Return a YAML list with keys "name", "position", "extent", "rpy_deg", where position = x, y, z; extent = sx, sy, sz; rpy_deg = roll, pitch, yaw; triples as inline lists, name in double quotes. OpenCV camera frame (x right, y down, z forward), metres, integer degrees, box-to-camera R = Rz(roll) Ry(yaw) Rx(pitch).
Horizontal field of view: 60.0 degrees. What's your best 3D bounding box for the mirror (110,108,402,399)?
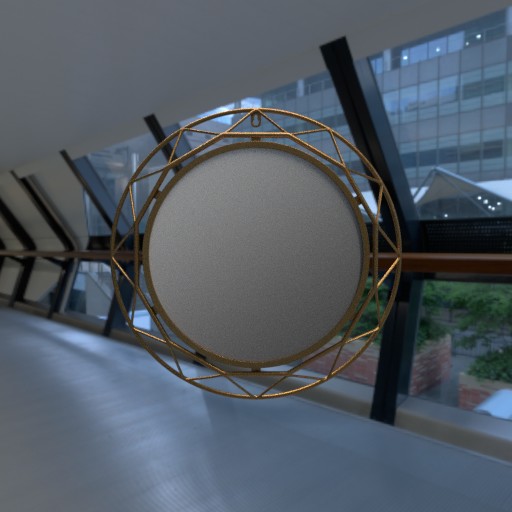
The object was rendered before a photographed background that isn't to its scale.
- name: "mirror"
  position: [0.000, 0.000, 0.671]
  extent: [0.454, 0.454, 0.043]
  rpy_deg: [0, 2, 0]
